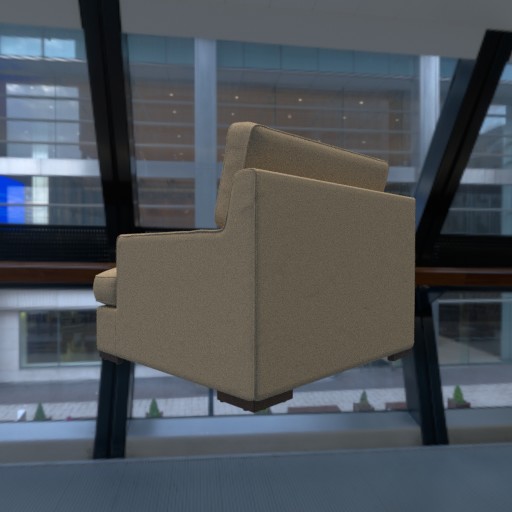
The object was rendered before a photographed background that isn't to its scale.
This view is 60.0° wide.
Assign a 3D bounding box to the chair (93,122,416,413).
[{"bbox_3d":[0.000,0.000,2.221,1.274,1.005,1.293,1,1,37],"label":"chair"}]
